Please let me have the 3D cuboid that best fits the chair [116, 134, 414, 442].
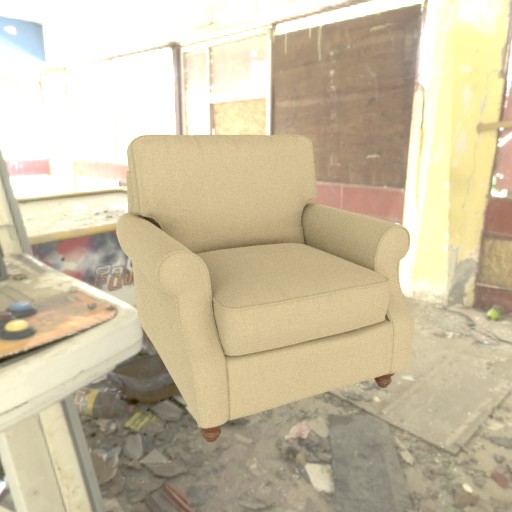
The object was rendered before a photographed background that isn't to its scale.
[{"bbox_3d":[0.000,0.000,1.825,1.029,0.967,0.966,-7,17,-25],"label":"chair"}]
